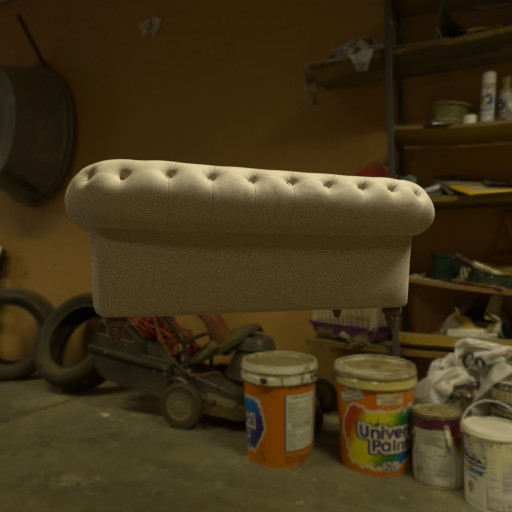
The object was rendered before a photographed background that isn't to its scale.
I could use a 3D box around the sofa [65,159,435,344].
[{"bbox_3d":[0.000,0.000,2.478,1.988,0.835,1.069,0,-1,-19],"label":"sofa"}]
